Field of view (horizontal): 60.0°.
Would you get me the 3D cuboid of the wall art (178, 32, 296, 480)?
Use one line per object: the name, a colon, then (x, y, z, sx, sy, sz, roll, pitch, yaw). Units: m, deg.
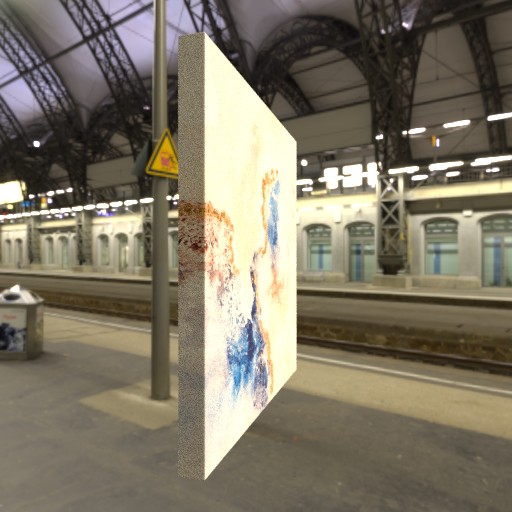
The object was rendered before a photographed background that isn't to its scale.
wall art: (0.000, 0.000, 1.562, 0.071, 1.061, 1.061, 0, 0, 17)
